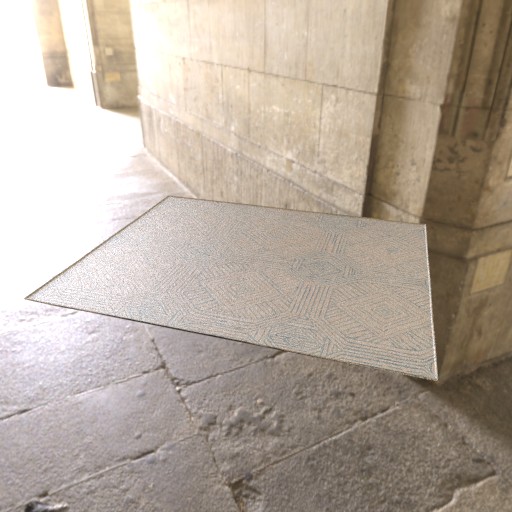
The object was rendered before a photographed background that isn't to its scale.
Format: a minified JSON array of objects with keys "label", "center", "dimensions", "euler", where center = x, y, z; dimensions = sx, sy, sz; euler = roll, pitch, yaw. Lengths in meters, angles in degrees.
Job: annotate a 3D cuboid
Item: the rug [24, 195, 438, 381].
[{"label":"rug","center":[0.000,0.000,4.105],"dimensions":[3.049,0.015,2.457],"euler":[8,29,15]}]
